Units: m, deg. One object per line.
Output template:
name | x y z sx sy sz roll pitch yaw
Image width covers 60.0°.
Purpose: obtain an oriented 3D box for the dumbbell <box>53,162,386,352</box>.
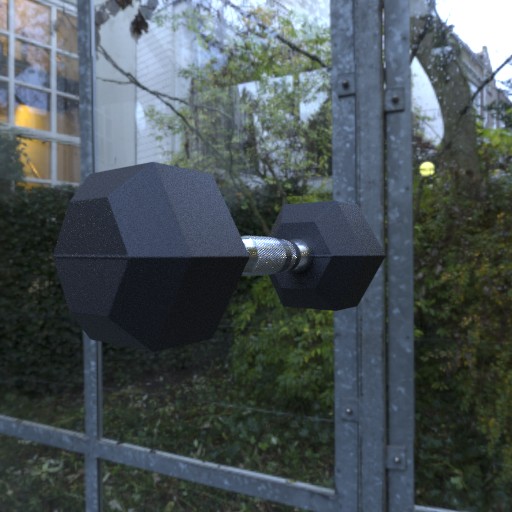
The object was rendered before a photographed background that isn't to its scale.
dumbbell | 0.000 0.000 0.324 0.106 0.092 0.272 0 0 37
